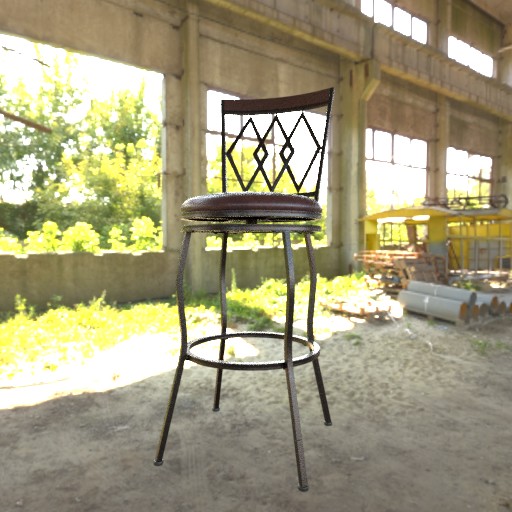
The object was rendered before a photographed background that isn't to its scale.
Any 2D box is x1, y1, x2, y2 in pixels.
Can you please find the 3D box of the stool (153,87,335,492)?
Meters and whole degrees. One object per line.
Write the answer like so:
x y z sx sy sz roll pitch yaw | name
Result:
0.000 0.000 1.374 0.432 1.134 0.521 1 2 18 | stool
